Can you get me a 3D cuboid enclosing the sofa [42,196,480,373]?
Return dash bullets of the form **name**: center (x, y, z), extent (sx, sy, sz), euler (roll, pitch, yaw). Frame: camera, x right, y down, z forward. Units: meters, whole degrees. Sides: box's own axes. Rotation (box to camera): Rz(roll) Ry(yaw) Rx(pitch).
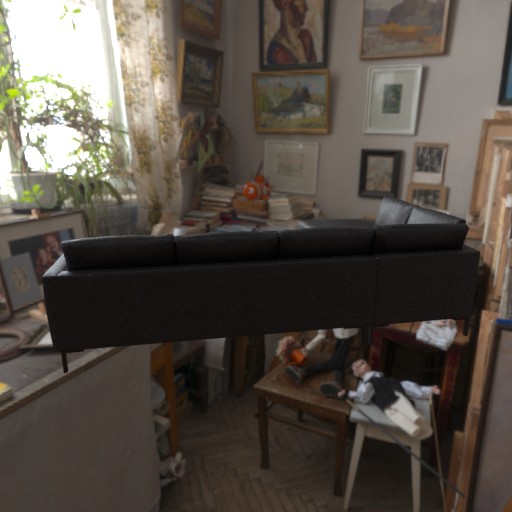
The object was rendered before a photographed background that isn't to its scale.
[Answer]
- **sofa**: center (0.000, 0.000, 3.858), extent (2.984, 0.877, 1.938), euler (-3, 16, -10)
